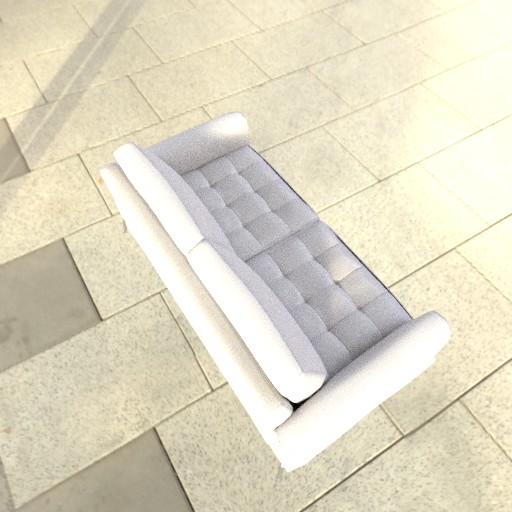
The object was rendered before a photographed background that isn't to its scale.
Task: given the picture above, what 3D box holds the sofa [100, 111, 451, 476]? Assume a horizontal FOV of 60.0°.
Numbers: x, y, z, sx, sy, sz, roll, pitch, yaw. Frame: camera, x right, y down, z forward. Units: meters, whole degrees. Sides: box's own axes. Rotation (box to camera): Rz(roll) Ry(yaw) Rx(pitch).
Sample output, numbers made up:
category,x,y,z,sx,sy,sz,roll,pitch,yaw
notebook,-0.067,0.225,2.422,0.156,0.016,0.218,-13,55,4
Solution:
category,x,y,z,sx,sy,sz,roll,pitch,yaw
sofa,0.000,0.000,2.731,1.121,0.930,2.177,-29,62,-18
